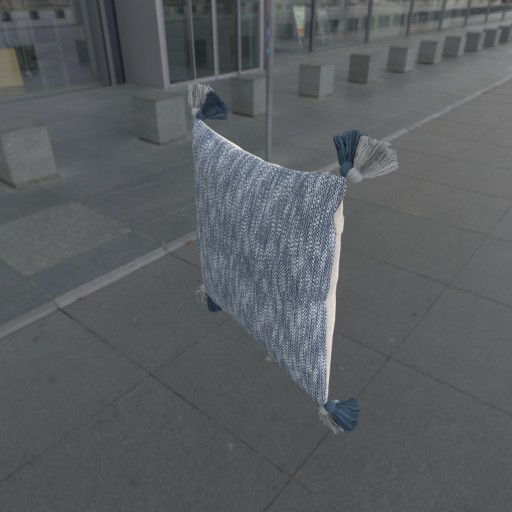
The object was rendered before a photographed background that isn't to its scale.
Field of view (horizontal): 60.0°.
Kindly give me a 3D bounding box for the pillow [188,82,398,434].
[{"bbox_3d":[0.000,0.000,0.943,0.138,0.634,0.614,-20,36,-30],"label":"pillow"}]
